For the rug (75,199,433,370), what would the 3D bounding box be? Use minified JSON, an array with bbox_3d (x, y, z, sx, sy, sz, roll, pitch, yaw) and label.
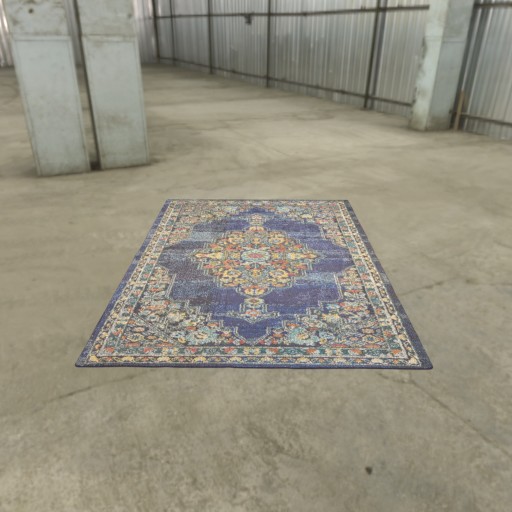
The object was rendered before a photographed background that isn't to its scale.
[{"bbox_3d":[0.000,0.000,2.986,1.630,0.009,2.232,0,27,1],"label":"rug"}]
